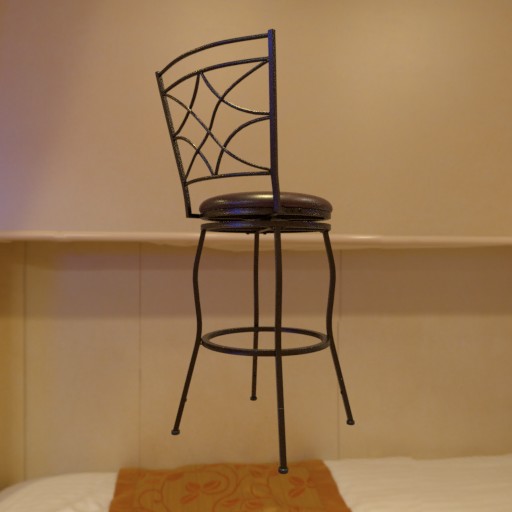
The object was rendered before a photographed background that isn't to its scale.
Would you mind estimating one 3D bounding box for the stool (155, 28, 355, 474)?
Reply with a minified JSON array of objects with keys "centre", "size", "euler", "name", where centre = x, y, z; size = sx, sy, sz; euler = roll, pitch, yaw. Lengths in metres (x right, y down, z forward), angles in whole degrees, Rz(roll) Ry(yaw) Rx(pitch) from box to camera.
[{"centre":[0.000,0.000,1.389],"size":[0.434,1.117,0.534],"euler":[0,0,37],"name":"stool"}]
